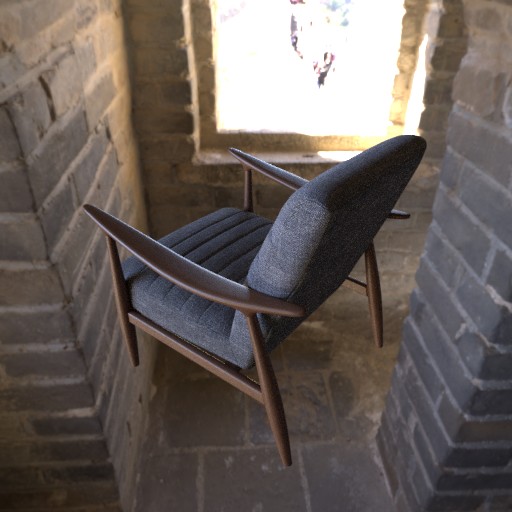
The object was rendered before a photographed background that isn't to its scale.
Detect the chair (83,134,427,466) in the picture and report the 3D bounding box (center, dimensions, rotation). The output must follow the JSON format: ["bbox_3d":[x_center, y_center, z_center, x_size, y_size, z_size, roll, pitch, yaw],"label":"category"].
[{"bbox_3d":[0.000,0.000,1.445,0.798,0.832,0.741,23,39,32],"label":"chair"}]
